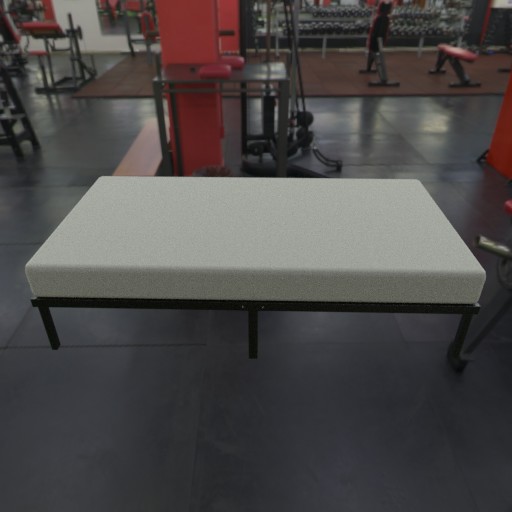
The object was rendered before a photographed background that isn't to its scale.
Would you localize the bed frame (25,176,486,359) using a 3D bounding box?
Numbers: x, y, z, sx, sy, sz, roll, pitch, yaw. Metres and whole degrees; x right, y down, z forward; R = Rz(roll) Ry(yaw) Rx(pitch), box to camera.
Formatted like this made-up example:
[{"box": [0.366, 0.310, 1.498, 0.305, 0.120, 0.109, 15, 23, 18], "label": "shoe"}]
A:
[{"box": [0.000, 0.000, 3.222, 2.635, 0.680, 1.393, 1, 32, 1], "label": "bed frame"}]
